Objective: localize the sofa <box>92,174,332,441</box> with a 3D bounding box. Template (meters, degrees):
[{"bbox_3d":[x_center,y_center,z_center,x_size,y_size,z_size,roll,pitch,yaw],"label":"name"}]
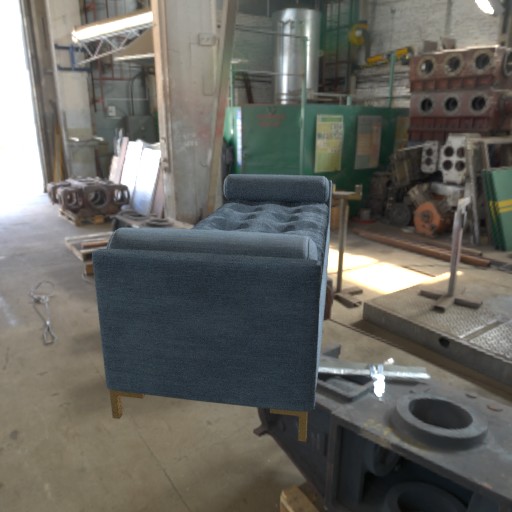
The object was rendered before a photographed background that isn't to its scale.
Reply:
[{"bbox_3d":[0.000,0.000,2.486,0.796,0.705,2.102,3,17,10],"label":"sofa"}]
